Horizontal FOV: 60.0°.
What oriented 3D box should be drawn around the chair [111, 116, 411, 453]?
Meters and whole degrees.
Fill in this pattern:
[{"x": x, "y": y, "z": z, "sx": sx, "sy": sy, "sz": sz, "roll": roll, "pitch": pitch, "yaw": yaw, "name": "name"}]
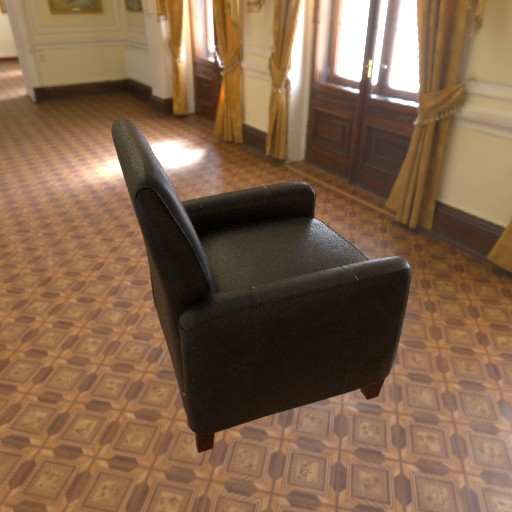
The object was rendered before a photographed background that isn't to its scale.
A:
[{"x": 0.000, "y": 0.000, "z": 1.661, "sx": 0.864, "sy": 1.014, "sz": 0.848, "roll": -11, "pitch": 32, "yaw": -17, "name": "chair"}]
